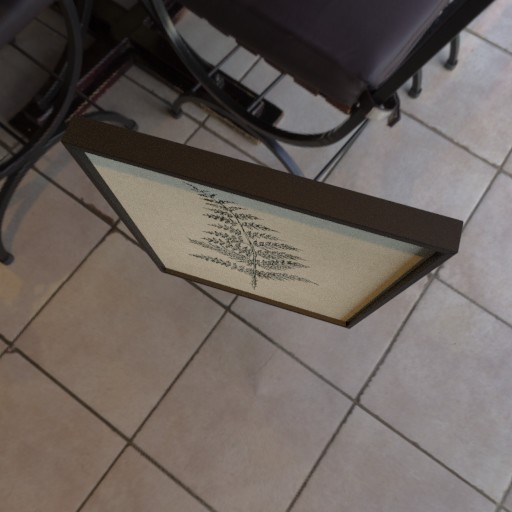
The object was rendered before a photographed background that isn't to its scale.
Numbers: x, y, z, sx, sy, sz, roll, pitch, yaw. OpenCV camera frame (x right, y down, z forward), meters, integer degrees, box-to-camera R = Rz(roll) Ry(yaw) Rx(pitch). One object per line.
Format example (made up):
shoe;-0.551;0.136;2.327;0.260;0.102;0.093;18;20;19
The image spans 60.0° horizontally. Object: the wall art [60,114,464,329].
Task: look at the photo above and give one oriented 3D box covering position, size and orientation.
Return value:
wall art;0.000;0.000;0.749;0.449;0.555;0.039;16;73;5
